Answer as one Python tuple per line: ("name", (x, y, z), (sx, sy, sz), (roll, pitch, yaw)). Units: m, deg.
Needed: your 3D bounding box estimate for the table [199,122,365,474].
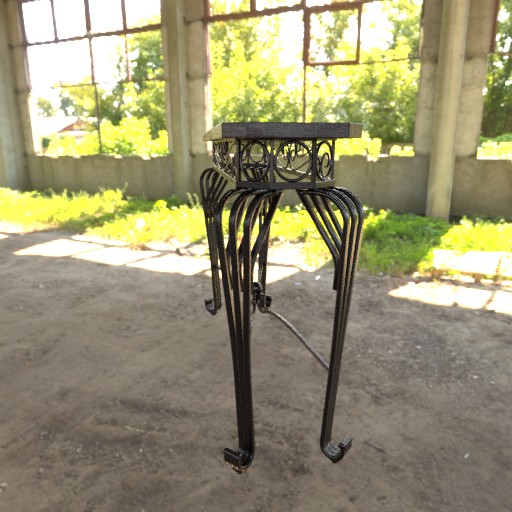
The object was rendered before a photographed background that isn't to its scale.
("table", (0.000, 0.000, 1.469), (0.329, 0.800, 1.112), (-2, 14, -9))
